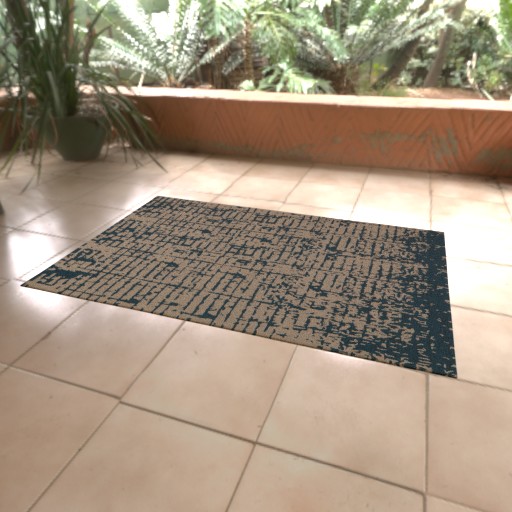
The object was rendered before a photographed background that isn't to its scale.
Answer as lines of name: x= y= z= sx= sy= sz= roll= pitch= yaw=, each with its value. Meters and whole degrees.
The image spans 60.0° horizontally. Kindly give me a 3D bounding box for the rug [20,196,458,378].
rug: x=0.000 y=0.000 z=2.243 sx=1.828 sy=0.007 sz=1.220 roll=9 pitch=29 yaw=16
